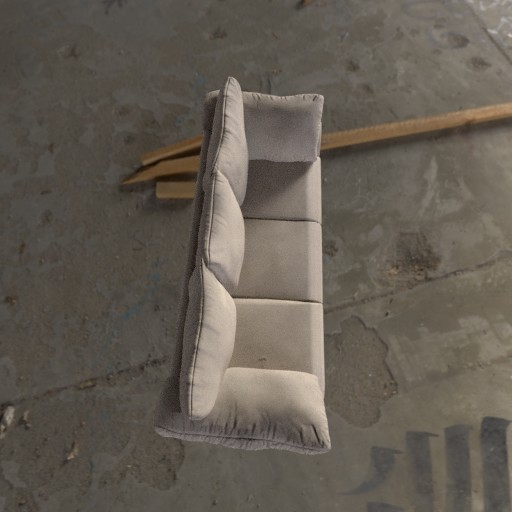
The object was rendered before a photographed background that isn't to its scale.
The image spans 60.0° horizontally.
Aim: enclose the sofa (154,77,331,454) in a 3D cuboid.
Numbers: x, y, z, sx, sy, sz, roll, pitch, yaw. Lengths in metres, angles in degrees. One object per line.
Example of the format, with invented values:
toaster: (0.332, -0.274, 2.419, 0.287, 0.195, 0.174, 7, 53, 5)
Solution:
sofa: (0.000, 0.000, 2.857, 0.878, 0.996, 2.334, 3, 63, 1)
